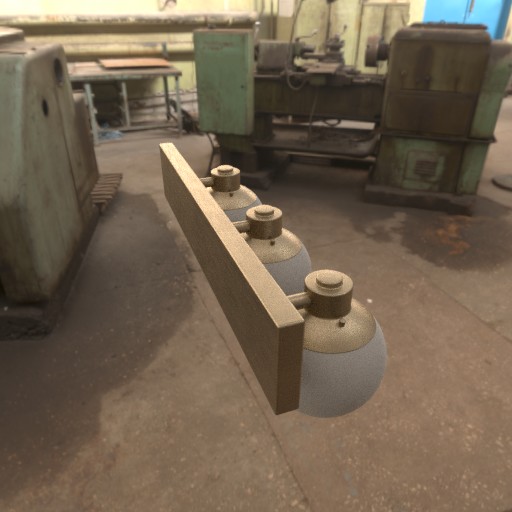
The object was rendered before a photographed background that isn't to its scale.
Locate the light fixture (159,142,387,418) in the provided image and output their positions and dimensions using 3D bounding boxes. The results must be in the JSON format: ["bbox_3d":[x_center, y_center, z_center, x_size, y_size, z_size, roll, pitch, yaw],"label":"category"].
[{"bbox_3d":[0.000,0.000,0.842,0.218,0.263,0.721,-10,31,-17],"label":"light fixture"}]
